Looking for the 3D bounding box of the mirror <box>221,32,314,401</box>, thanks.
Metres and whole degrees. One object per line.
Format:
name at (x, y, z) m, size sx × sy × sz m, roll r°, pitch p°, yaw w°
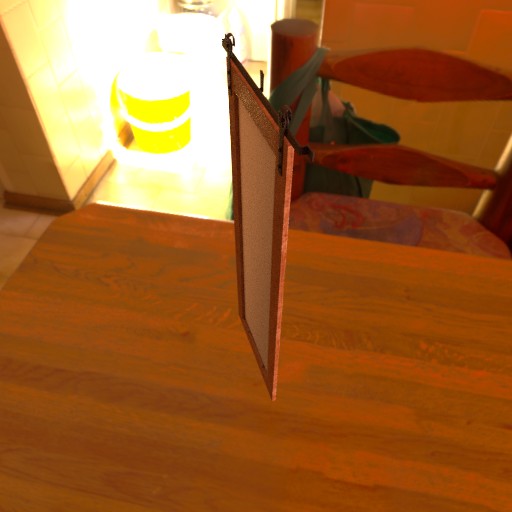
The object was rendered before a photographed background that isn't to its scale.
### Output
mirror at (0.000, 0.000, 2.073) m, size 0.042 × 1.793 × 0.847 m, roll -14°, pitch 49°, yaw -13°
